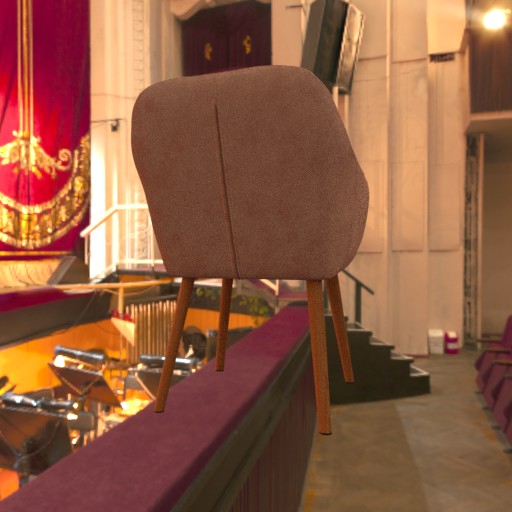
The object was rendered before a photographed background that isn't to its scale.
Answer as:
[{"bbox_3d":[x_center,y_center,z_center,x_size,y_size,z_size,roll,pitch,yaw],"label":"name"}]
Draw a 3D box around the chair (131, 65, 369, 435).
[{"bbox_3d":[0.000,0.000,1.260,0.610,0.832,0.570,0,1,18],"label":"chair"}]
